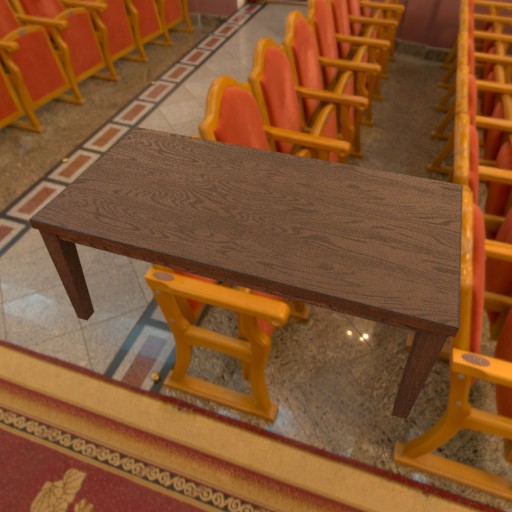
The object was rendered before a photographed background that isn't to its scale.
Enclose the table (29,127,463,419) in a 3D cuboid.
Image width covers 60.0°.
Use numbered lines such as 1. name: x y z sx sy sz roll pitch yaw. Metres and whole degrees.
1. table: 0.000 0.000 2.515 1.981 0.762 1.016 14 45 14
